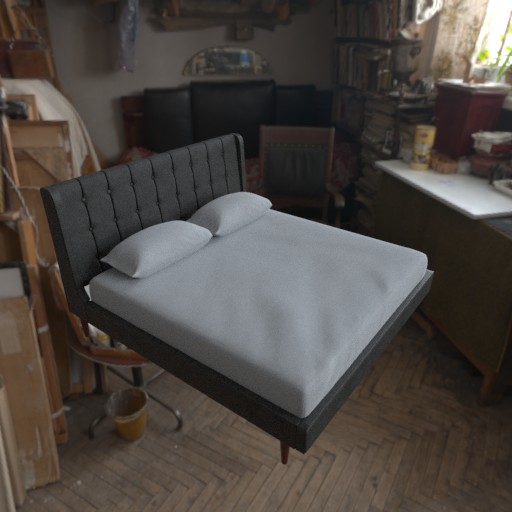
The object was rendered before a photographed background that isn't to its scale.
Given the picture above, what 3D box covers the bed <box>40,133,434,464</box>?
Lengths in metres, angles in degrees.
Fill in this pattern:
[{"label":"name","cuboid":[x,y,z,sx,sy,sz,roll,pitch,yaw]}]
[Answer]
[{"label":"bed","cuboid":[0.000,0.000,3.201,2.031,1.158,1.903,20,34,32]}]
